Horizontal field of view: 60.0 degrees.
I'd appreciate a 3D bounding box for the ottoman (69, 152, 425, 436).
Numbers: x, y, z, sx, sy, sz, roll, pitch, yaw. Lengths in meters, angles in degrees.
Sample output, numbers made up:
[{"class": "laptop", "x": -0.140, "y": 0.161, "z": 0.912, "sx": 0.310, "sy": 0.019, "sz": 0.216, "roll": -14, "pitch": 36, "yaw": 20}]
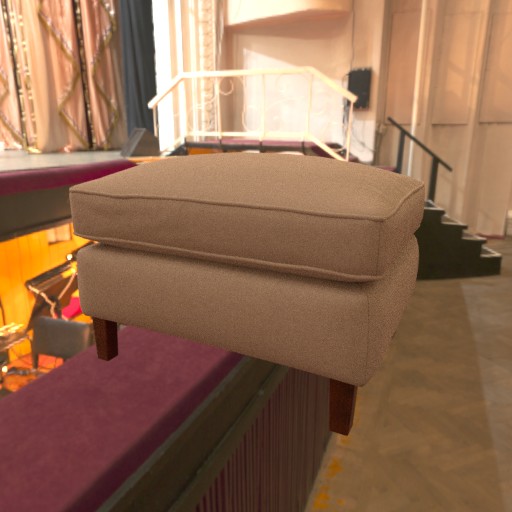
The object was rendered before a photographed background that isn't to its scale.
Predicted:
[{"class": "ottoman", "x": 0.000, "y": 0.000, "z": 1.010, "sx": 0.665, "sy": 0.456, "sz": 0.501, "roll": 8, "pitch": 19, "yaw": 26}]
